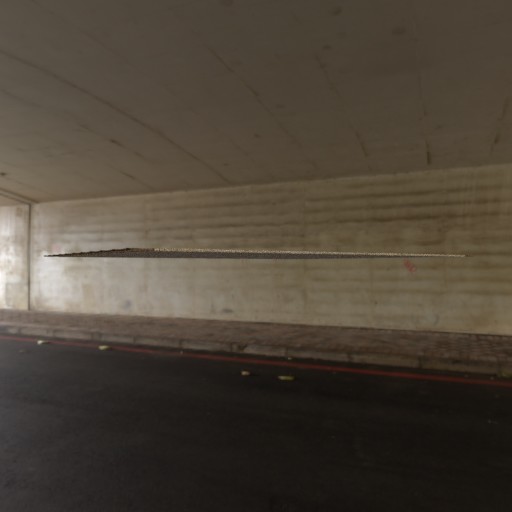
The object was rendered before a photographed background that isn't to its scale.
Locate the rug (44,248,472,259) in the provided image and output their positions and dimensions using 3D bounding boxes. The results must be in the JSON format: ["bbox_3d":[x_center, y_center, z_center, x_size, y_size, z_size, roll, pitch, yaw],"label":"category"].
[{"bbox_3d":[0.000,0.000,2.208,1.726,0.009,1.278,1,-1,-35],"label":"rug"}]
